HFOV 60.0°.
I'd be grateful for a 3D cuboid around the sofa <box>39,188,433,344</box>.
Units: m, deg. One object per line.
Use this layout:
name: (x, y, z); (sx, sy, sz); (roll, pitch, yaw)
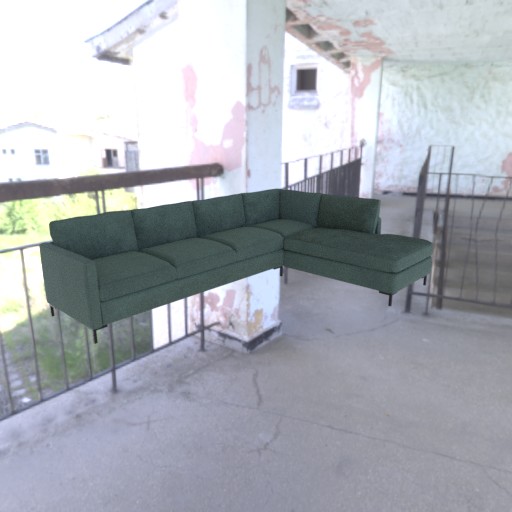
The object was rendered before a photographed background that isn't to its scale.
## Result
sofa: (0.000, 0.000, 3.294); (1.707, 0.687, 2.486); (14, 21, 41)
